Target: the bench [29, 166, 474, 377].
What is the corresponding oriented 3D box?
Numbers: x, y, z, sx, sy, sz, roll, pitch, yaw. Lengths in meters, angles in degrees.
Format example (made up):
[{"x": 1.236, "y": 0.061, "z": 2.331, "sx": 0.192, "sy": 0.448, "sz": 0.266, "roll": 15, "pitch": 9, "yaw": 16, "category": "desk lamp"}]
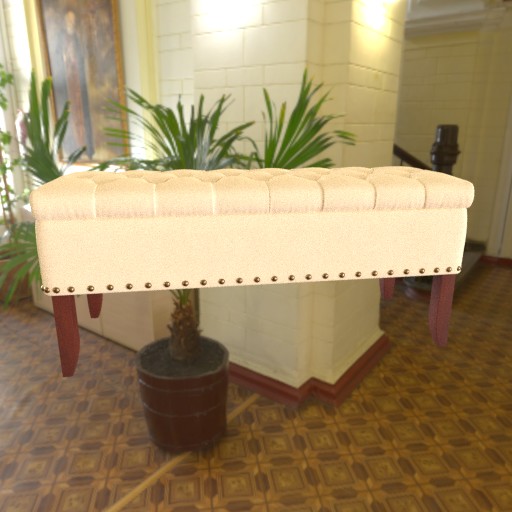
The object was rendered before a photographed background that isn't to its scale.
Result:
[{"x": 0.000, "y": 0.000, "z": 1.257, "sx": 1.054, "sy": 0.470, "sz": 0.400, "roll": -3, "pitch": 17, "yaw": -9, "category": "bench"}]
